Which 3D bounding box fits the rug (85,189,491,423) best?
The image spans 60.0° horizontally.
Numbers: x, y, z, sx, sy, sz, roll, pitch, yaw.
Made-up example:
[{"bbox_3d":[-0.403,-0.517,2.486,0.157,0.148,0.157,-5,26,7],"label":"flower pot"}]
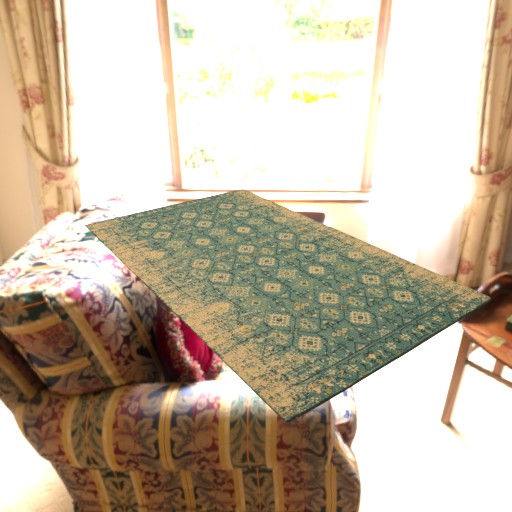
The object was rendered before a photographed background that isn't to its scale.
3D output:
[{"bbox_3d":[0.000,0.000,2.166,1.102,0.008,1.795,-18,32,-32],"label":"rug"}]
